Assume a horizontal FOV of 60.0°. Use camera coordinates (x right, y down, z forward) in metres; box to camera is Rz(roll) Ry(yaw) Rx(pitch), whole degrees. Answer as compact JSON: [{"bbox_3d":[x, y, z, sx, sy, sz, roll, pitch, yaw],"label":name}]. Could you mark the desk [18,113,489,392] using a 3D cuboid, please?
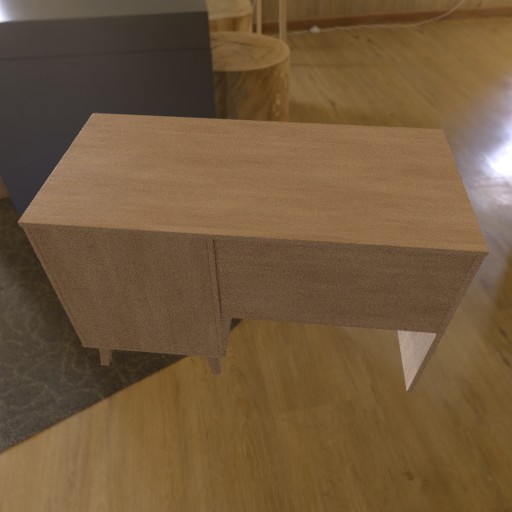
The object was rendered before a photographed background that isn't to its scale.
[{"bbox_3d":[0.000,0.000,1.653,1.251,0.770,0.600,4,46,4],"label":"desk"}]
